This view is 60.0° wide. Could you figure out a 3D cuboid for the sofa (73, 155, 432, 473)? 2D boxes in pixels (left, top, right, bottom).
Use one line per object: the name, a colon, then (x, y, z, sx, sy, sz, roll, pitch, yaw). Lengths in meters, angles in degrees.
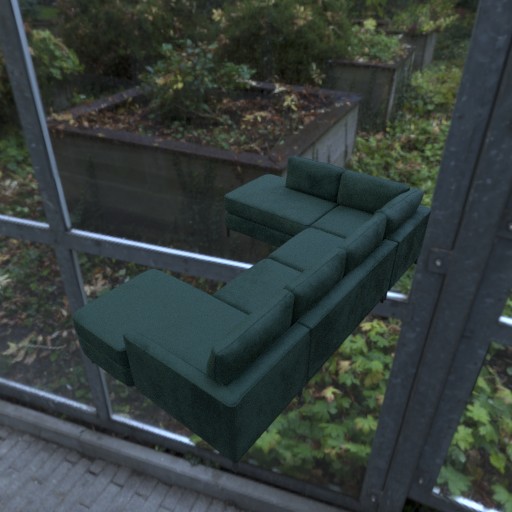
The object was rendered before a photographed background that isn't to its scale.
sofa: (0.000, 0.000, 3.851, 1.992, 0.861, 2.994, 23, 39, 31)
